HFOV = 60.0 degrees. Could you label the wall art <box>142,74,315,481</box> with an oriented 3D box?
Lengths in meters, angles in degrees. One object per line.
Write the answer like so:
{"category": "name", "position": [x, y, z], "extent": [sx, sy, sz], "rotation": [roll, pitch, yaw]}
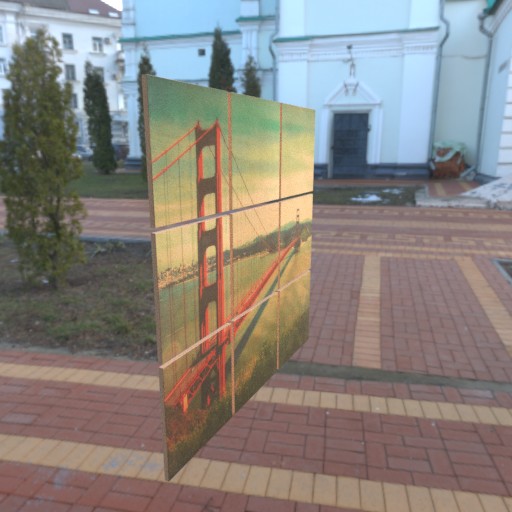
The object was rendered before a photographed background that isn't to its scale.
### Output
{"category": "wall art", "position": [0.000, 0.000, 1.787], "extent": [0.016, 1.207, 1.217], "rotation": [7, 15, 27]}
